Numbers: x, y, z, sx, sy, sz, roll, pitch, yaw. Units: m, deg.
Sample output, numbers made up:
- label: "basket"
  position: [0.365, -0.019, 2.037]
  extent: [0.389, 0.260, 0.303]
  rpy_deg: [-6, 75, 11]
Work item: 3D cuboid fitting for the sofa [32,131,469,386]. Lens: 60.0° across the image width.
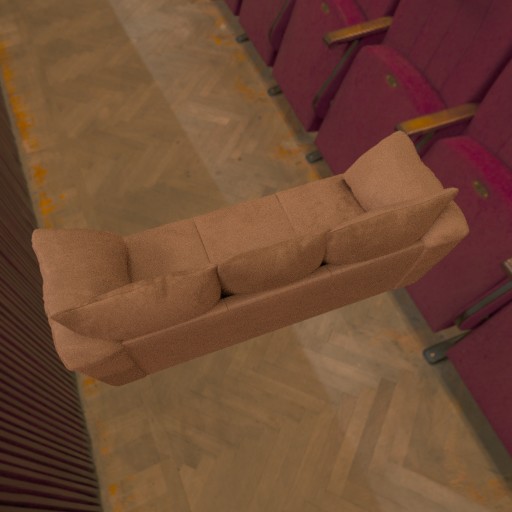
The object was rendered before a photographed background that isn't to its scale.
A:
- label: "sofa"
  position: [0.000, 0.000, 2.716]
  extent: [2.377, 0.981, 0.893]
  rpy_deg: [-17, 59, -11]
